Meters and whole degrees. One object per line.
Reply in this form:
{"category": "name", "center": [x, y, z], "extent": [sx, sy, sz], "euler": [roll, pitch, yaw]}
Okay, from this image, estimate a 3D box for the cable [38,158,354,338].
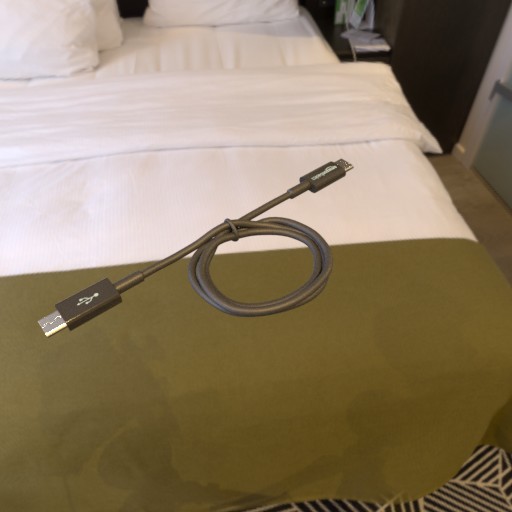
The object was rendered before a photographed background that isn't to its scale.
{"category": "cable", "center": [0.000, 0.000, 0.215], "extent": [0.192, 0.014, 0.070], "euler": [-31, 54, -26]}
